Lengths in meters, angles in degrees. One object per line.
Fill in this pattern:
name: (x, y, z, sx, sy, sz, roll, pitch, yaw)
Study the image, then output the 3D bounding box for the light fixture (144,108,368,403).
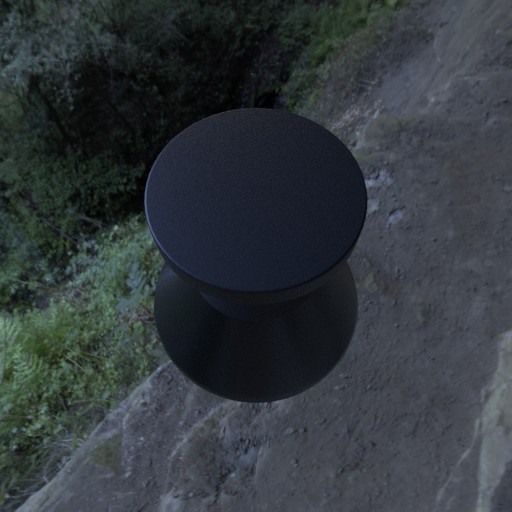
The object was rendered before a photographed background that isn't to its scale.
light fixture: (0.000, 0.000, 0.358, 0.200, 0.183, 0.200, 0, 63, 0)
